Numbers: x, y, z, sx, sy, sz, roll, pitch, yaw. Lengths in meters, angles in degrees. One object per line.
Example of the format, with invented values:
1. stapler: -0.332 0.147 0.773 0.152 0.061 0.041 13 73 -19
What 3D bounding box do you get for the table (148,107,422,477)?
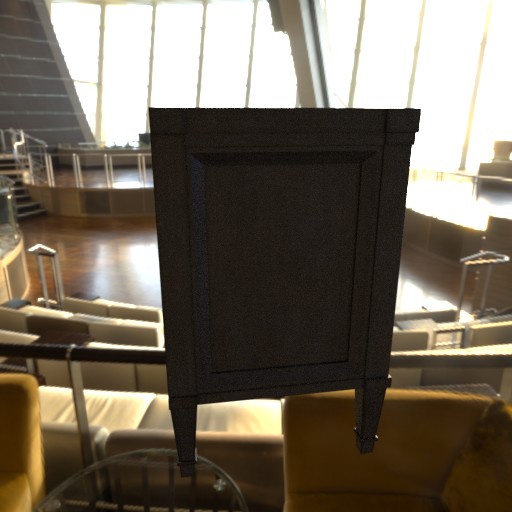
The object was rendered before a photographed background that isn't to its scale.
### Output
1. table: 0.000 0.000 1.057 0.413 0.660 0.660 -3 18 -9
